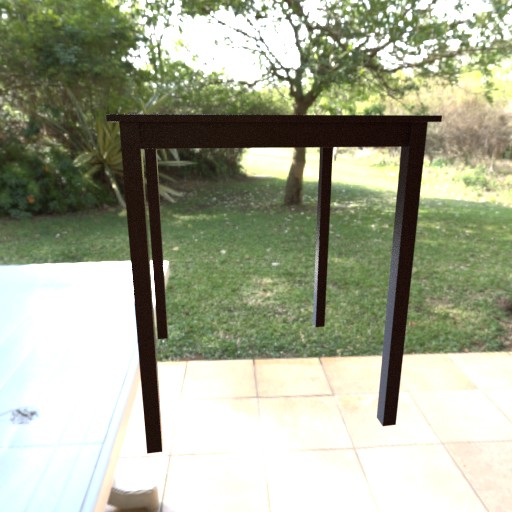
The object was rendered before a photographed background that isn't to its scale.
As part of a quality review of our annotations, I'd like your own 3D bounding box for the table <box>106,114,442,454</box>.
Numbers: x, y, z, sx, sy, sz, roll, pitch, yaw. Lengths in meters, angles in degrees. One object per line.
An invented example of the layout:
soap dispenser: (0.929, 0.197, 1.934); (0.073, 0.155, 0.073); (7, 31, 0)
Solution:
table: (0.000, 0.000, 1.659); (0.861, 0.991, 0.861); (-3, 17, -9)
